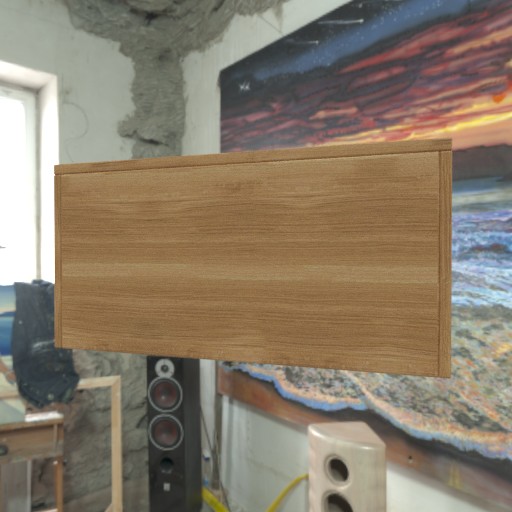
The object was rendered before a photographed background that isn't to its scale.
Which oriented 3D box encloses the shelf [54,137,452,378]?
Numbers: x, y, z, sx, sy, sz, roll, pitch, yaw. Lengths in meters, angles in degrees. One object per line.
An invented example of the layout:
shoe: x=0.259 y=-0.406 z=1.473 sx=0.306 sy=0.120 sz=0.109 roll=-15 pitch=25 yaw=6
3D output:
shelf: x=0.000 y=0.000 z=1.040 sx=0.800 sy=0.400 sz=0.400 roll=0 pitch=1 yaw=17
